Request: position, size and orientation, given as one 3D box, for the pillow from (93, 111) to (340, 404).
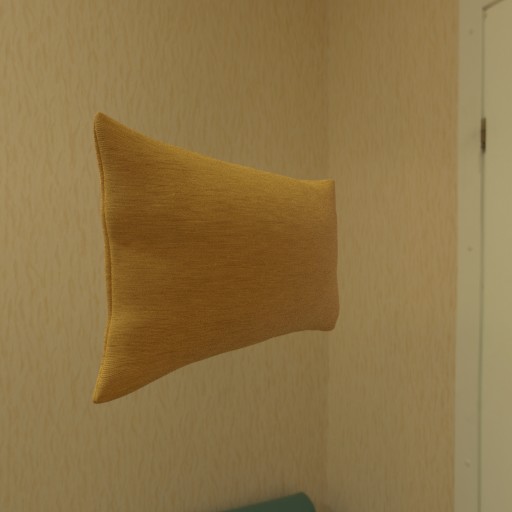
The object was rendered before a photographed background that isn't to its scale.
[{"bbox_3d":[0.000,0.000,0.781,0.210,0.354,0.634,1,1,36],"label":"pillow"}]
